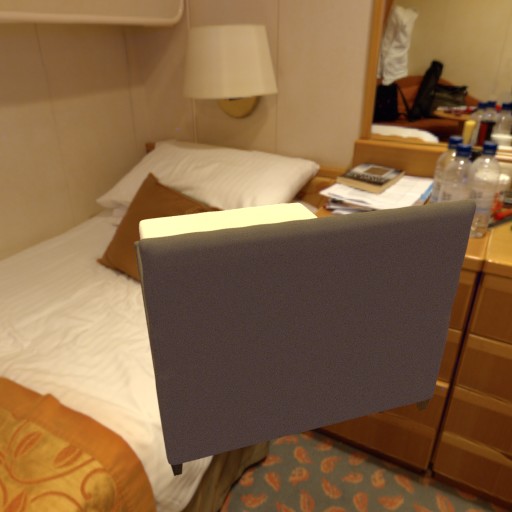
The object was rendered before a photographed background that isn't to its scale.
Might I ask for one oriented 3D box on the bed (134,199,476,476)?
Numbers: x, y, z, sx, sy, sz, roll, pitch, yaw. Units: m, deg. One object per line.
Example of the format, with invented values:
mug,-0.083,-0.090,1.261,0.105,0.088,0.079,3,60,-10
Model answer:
bed,0.000,0.000,3.269,1.696,1.426,2.233,-8,28,-15
